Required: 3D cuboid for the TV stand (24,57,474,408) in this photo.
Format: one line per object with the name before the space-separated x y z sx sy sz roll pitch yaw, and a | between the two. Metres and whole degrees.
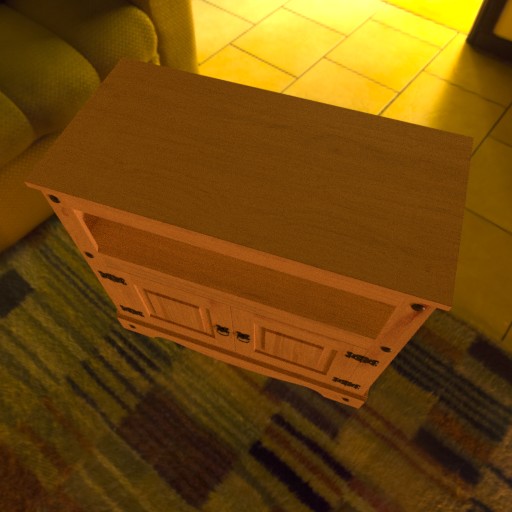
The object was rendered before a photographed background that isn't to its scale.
TV stand | 0.000 0.000 1.265 0.851 0.787 0.430 17 60 10
